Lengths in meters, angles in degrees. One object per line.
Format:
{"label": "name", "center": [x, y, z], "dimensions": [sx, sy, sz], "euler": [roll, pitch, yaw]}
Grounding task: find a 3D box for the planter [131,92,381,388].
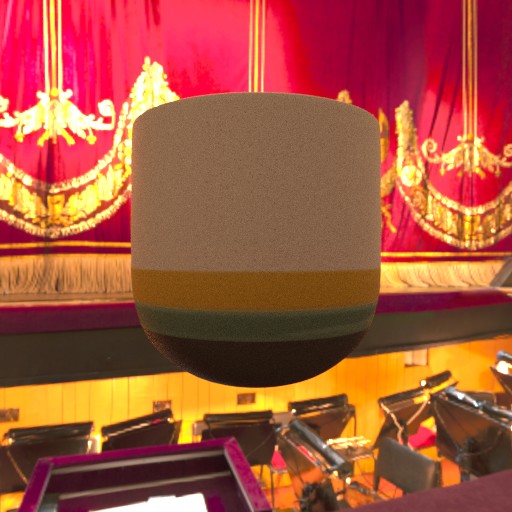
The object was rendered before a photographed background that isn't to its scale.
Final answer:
{"label": "planter", "center": [0.000, 0.000, 0.494], "dimensions": [0.268, 0.270, 0.268], "euler": [0, 0, 0]}
